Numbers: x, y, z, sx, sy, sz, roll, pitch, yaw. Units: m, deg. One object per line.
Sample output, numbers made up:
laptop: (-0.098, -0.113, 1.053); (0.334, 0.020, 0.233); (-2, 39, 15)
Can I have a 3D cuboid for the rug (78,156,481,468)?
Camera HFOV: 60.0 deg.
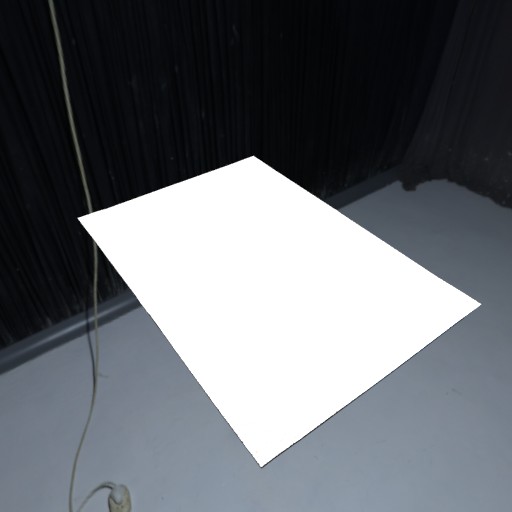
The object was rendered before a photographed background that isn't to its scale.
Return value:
rug: (0.000, 0.000, 3.693); (2.032, 0.038, 2.869); (-25, 46, -27)
